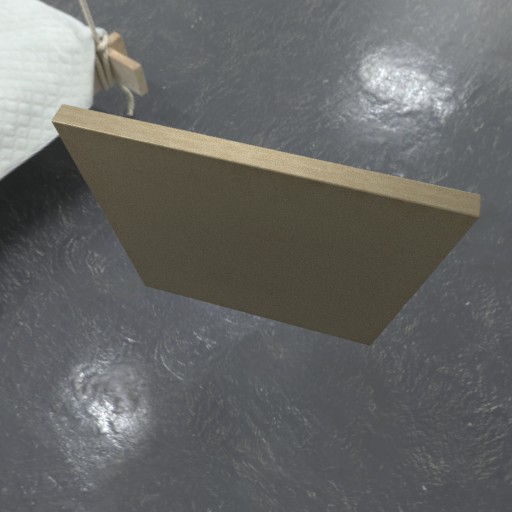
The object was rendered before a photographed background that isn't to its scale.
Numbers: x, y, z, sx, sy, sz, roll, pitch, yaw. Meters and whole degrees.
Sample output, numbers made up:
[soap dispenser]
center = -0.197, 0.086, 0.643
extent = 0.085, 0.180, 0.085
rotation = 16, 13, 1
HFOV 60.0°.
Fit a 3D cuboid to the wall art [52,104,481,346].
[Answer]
[wall art]
center = 0.000, 0.000, 0.734
extent = 0.503, 0.506, 0.030
rotation = 14, 64, 7
